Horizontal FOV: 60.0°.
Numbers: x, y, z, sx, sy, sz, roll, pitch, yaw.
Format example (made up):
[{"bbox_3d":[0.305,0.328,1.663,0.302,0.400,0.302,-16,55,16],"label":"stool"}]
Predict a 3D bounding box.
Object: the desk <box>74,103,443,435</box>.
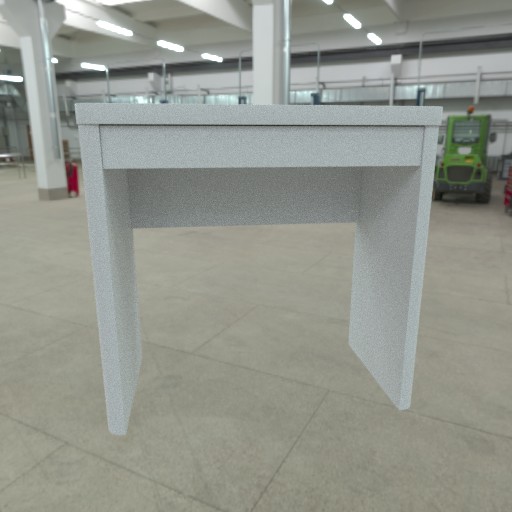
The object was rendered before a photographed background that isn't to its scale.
[{"bbox_3d":[0.000,0.000,1.219,0.790,0.760,0.446,-2,15,-8],"label":"desk"}]
